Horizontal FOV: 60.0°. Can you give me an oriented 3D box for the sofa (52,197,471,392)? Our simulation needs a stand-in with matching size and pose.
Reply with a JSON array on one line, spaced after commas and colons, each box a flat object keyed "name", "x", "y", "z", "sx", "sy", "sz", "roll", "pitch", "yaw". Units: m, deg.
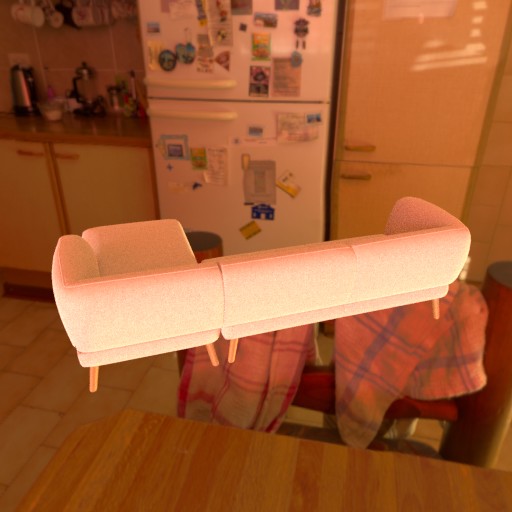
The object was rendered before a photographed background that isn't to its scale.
[{"name": "sofa", "x": 0.000, "y": 0.000, "z": 3.313, "sx": 2.660, "sy": 0.730, "sz": 1.610, "roll": -8, "pitch": 28, "yaw": -16}]
